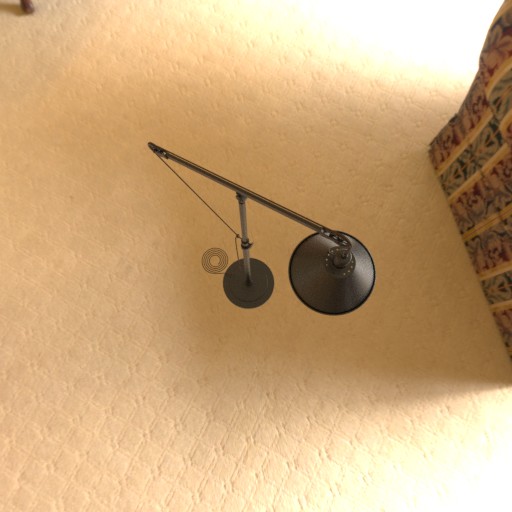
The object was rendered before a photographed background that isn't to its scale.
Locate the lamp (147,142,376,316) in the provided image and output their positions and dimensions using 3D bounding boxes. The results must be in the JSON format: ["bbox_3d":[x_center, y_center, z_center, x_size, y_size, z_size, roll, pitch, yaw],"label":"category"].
[{"bbox_3d":[0.000,0.000,1.969,0.904,1.626,0.319,34,78,8],"label":"lamp"}]
